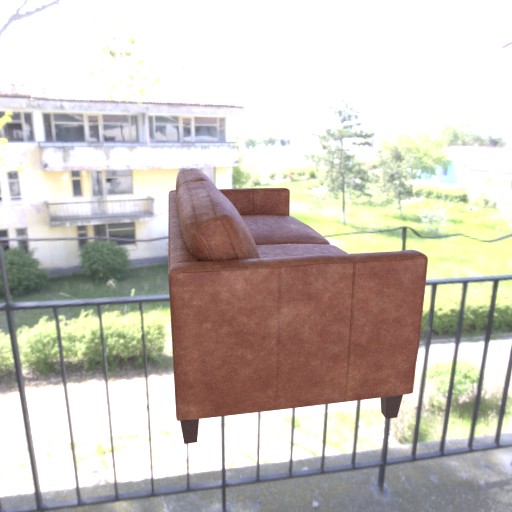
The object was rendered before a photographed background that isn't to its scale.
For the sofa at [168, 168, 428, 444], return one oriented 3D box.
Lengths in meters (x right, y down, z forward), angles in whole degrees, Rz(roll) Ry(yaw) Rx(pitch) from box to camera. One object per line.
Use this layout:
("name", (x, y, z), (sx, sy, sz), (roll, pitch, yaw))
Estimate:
("sofa", (0.000, 0.000, 2.434), (0.923, 0.863, 1.971), (-3, 16, -10))
